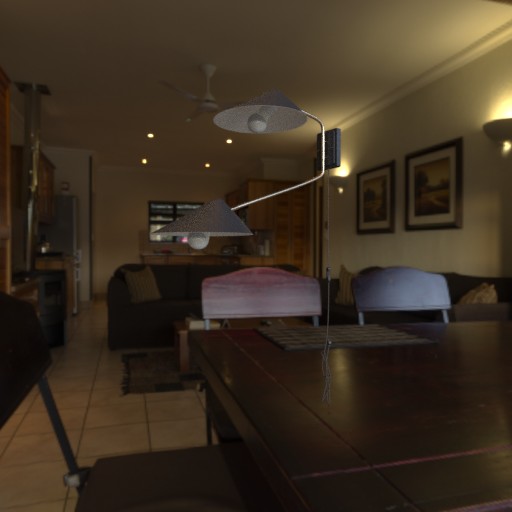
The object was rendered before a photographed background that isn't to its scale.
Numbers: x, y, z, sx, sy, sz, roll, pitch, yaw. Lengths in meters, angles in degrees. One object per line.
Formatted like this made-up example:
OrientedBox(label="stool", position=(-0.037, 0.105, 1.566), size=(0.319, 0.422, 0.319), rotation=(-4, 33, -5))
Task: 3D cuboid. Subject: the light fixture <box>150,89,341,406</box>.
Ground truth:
OrientedBox(label="light fixture", position=(0.000, 0.000, 0.870), size=(0.422, 0.665, 0.189), rotation=(0, 1, -35))
